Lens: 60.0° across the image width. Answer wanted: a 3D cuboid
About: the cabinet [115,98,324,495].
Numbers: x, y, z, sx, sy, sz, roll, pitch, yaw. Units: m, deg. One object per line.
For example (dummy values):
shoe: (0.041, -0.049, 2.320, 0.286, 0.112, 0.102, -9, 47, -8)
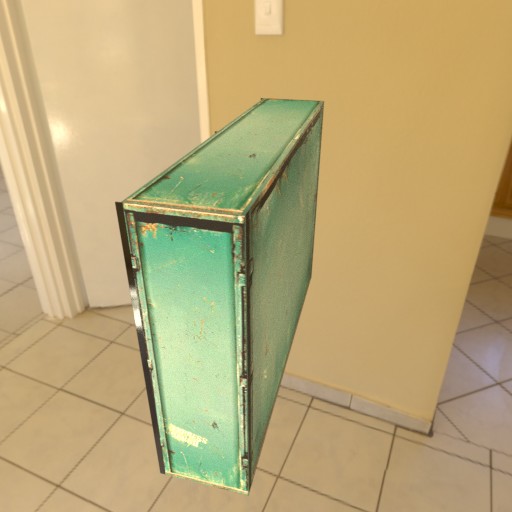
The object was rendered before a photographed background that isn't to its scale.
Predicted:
cabinet: (0.000, 0.000, 3.946, 0.680, 2.160, 3.001, 7, 30, 13)
